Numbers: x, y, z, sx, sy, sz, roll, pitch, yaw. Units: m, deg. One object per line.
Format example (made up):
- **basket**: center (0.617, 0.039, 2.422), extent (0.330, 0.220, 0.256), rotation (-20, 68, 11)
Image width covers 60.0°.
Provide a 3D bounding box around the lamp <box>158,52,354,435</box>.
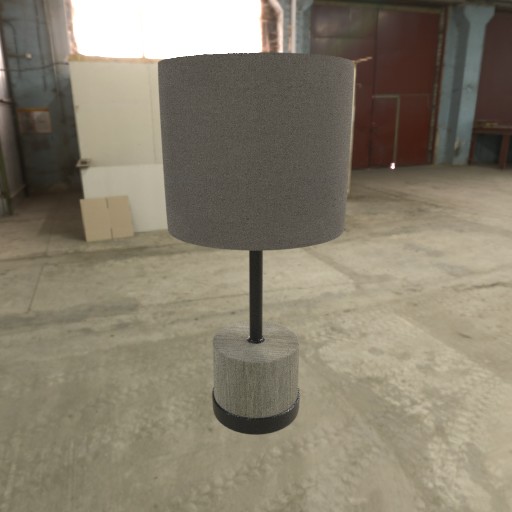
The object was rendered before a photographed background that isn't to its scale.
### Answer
- **lamp**: center (0.000, 0.000, 0.592), extent (0.229, 0.470, 0.229), rotation (3, 18, 8)
